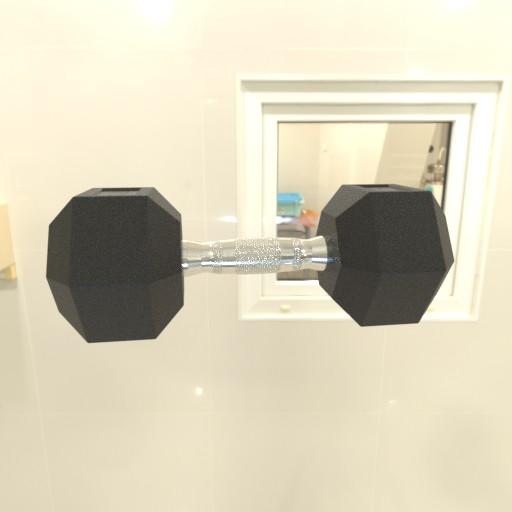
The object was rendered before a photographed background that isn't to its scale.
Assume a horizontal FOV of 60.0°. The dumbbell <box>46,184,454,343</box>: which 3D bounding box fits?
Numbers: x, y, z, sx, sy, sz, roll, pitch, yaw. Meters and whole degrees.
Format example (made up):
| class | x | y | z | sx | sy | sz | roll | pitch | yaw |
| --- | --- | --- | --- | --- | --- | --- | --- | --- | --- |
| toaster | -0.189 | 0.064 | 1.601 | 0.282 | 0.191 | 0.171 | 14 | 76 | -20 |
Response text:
| class | x | y | z | sx | sy | sz | roll | pitch | yaw |
| --- | --- | --- | --- | --- | --- | --- | --- | --- | --- |
| dumbbell | 0.000 | 0.000 | 0.376 | 0.315 | 0.113 | 0.129 | -2 | 14 | -8 |
